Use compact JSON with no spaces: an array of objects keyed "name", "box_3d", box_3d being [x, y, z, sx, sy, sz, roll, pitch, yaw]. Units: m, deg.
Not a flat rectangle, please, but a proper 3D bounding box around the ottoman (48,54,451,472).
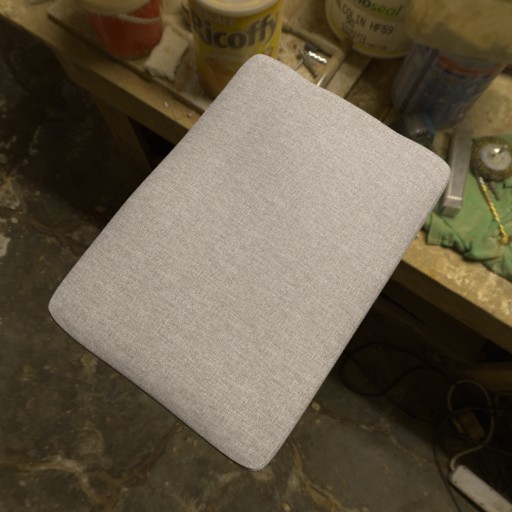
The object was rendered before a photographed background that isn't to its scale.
[{"name":"ottoman","box_3d":[0.000,0.000,1.232,0.639,0.494,0.873,34,77,9]}]
